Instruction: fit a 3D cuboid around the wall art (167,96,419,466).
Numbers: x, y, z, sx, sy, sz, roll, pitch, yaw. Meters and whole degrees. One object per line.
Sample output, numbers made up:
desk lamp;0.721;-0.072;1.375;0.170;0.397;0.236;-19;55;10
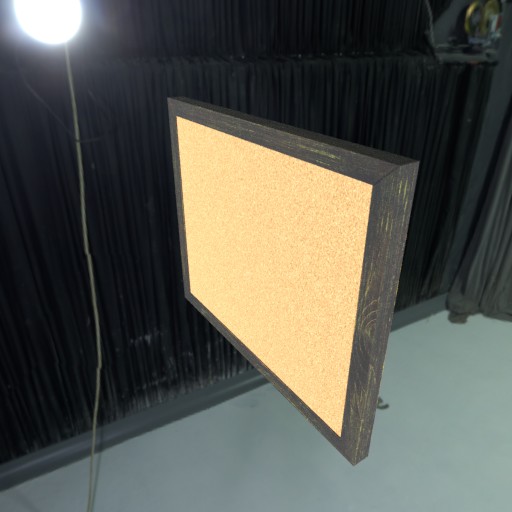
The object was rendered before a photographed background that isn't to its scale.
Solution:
wall art;0.000;0.000;0.765;0.032;0.457;0.558;-18;33;-30
